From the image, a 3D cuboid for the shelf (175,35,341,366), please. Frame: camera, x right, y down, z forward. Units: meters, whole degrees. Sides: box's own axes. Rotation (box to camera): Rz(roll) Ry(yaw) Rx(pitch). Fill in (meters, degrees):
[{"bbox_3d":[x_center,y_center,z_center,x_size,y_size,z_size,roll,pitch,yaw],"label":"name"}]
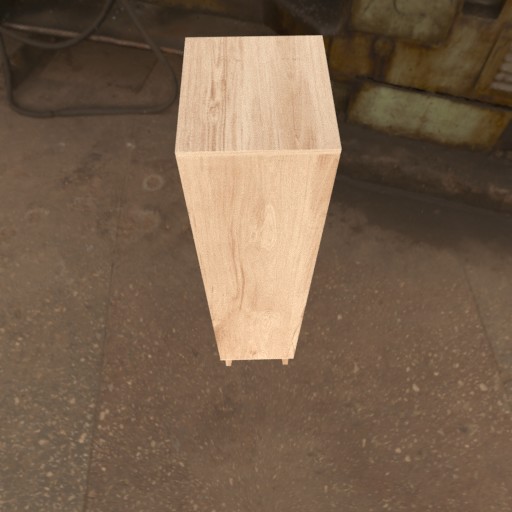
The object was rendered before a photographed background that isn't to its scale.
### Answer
[{"bbox_3d":[0.000,0.000,2.166,0.450,1.960,0.510,-1,59,-1],"label":"shelf"}]
